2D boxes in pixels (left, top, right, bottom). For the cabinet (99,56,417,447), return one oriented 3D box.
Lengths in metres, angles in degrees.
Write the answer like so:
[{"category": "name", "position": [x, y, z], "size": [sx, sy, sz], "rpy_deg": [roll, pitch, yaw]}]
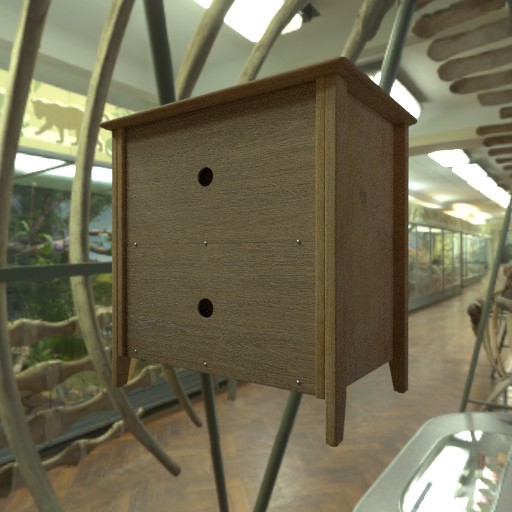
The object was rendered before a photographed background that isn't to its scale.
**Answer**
[{"category": "cabinet", "position": [0.000, 0.000, 1.260], "size": [0.763, 0.762, 0.503], "rpy_deg": [0, 0, 35]}]
